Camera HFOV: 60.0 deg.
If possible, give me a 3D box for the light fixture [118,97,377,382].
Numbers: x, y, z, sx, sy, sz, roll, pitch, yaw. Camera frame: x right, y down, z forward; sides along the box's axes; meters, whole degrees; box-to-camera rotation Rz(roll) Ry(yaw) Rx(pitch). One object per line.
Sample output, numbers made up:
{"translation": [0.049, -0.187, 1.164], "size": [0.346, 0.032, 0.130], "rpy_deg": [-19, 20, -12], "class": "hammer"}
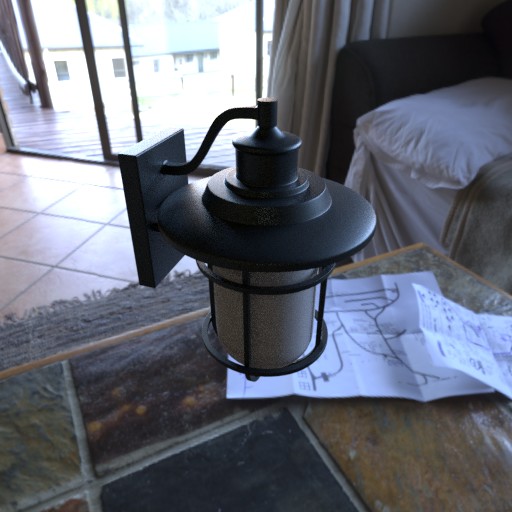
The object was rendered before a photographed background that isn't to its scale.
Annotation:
{"translation": [0.000, 0.000, 0.505], "size": [0.252, 0.345, 0.222], "rpy_deg": [10, 33, 16], "class": "light fixture"}
